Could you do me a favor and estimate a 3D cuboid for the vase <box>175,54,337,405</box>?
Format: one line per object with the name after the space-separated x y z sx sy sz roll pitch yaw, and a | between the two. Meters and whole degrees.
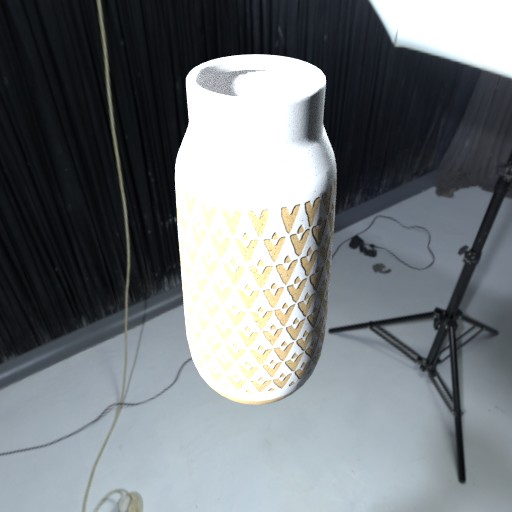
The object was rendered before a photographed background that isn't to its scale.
0.000 0.000 0.385 0.137 0.307 0.137 0 40 0 | vase
